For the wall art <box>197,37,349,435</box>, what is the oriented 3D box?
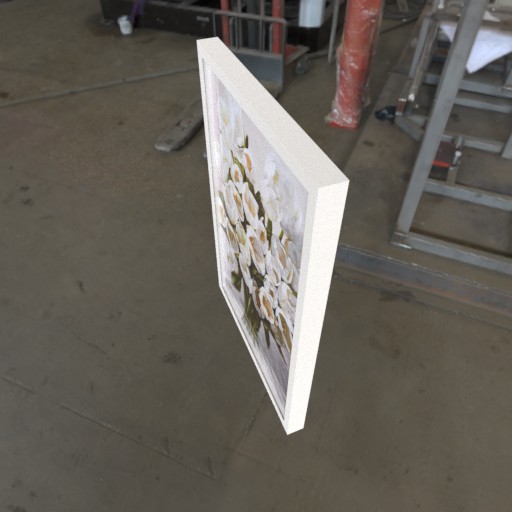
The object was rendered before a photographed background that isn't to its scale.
[{"bbox_3d":[0.000,0.000,0.562,0.025,0.428,0.293,-16,48,-15],"label":"wall art"}]
